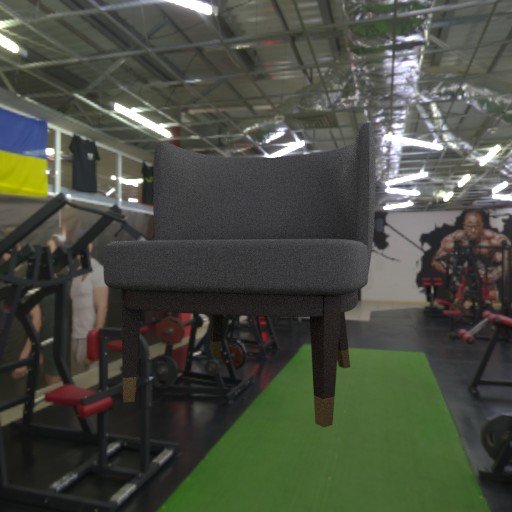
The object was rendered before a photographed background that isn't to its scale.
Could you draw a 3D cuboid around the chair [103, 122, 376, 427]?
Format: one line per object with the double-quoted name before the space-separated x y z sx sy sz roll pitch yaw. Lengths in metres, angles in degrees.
"chair" 0.000 0.000 1.238 0.639 0.695 0.698 0 0 18
